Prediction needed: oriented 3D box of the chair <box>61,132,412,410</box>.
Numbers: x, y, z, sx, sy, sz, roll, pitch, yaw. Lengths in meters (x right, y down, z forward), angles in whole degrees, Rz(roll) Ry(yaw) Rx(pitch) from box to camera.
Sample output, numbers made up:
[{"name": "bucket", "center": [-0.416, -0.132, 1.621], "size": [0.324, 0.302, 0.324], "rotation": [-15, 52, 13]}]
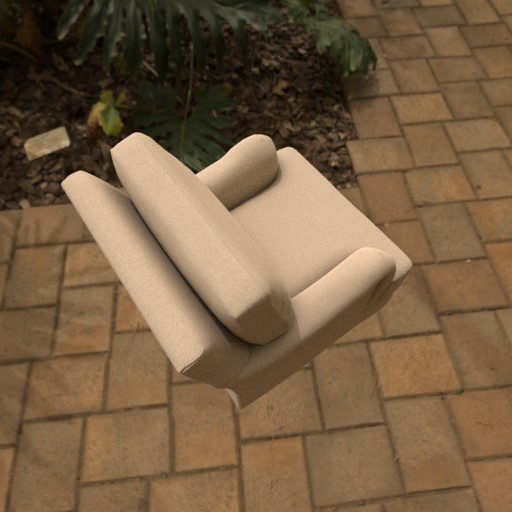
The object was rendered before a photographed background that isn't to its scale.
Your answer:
[{"name": "chair", "center": [0.000, 0.000, 1.886], "size": [1.078, 1.076, 0.895], "rotation": [-31, 63, -18]}]
